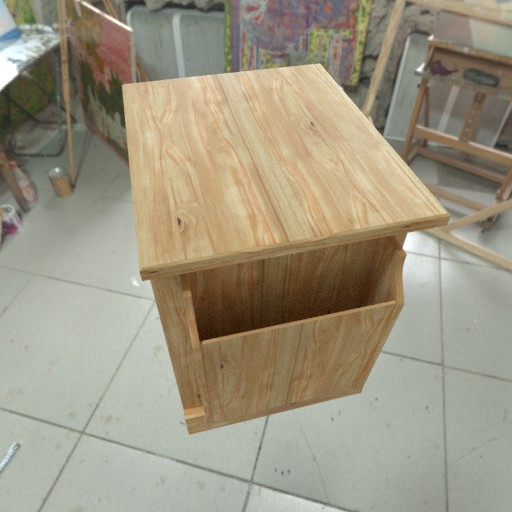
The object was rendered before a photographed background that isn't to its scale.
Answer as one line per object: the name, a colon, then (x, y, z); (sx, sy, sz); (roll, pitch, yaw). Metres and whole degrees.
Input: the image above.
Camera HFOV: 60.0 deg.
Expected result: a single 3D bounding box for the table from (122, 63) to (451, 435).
table: (0.000, 0.000, 0.855); (0.380, 0.515, 0.530); (-10, 46, -10)
